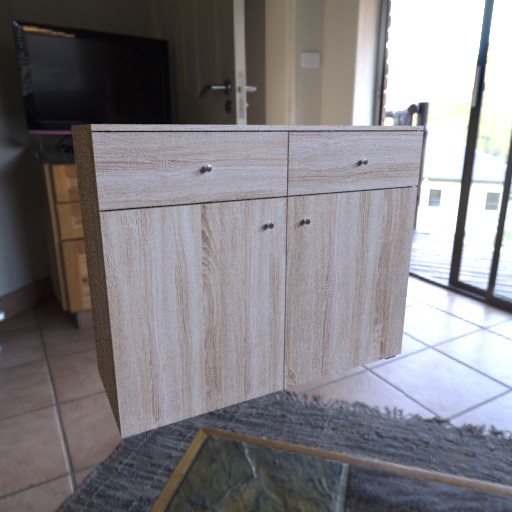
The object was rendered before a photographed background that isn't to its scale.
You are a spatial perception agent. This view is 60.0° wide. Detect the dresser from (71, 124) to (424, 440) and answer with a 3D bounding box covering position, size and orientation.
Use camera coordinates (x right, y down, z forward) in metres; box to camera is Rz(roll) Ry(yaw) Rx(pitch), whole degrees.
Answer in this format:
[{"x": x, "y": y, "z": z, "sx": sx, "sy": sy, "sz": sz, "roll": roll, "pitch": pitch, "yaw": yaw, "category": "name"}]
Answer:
[{"x": 0.000, "y": 0.000, "z": 1.595, "sx": 1.100, "sy": 0.900, "sz": 0.450, "roll": -8, "pitch": 18, "yaw": -26, "category": "dresser"}]
